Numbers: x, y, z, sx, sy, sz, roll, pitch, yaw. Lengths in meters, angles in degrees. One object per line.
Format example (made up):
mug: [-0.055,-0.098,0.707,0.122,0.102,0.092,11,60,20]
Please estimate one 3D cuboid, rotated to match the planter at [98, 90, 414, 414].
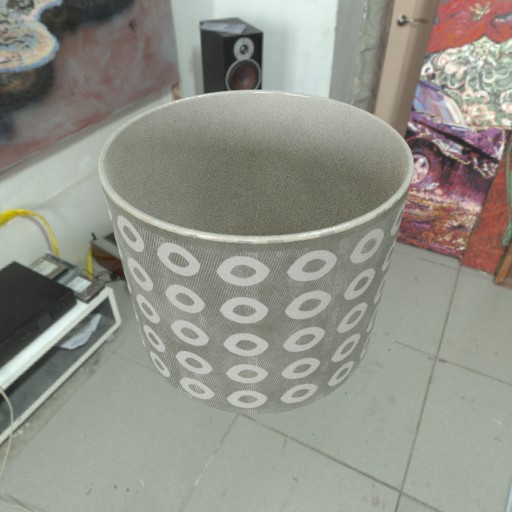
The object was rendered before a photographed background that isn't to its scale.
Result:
planter: [0.000,0.000,0.439,0.250,0.239,0.250,0,40,0]
